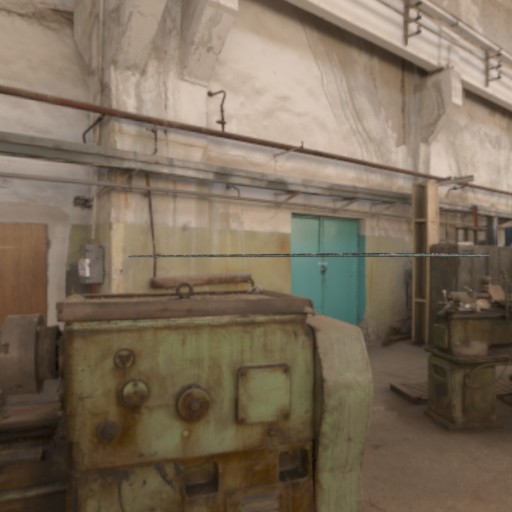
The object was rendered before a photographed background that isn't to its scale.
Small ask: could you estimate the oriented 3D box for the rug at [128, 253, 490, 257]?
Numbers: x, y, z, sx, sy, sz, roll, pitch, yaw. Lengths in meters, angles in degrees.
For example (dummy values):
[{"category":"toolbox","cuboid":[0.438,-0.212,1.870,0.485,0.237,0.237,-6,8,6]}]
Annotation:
[{"category":"rug","cuboid":[0.000,0.000,2.522,0.685,0.014,2.292,0,0,-36]}]
